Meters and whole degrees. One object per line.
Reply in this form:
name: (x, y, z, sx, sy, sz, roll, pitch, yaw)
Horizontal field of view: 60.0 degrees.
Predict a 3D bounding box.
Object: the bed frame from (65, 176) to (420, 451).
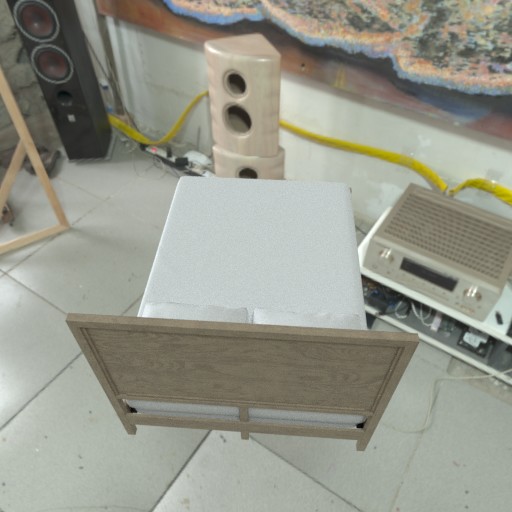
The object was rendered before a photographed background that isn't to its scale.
bed frame: (0.000, 0.000, 3.243, 1.606, 1.369, 2.189, 3, 47, 3)
